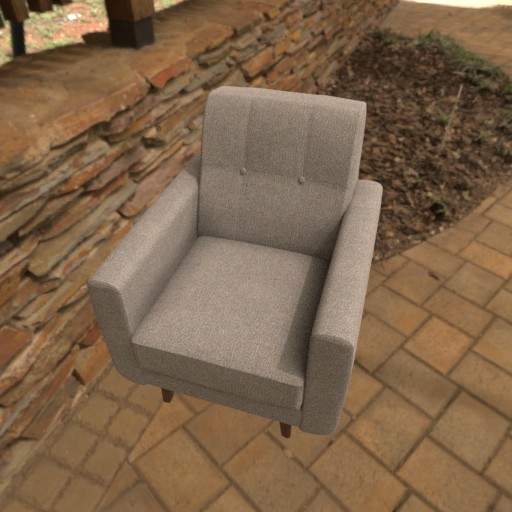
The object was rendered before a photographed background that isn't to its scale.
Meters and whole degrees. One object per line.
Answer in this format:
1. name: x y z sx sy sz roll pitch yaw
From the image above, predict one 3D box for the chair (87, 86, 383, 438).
1. chair: 0.000 0.000 1.687 0.845 0.968 0.942 11 41 13
